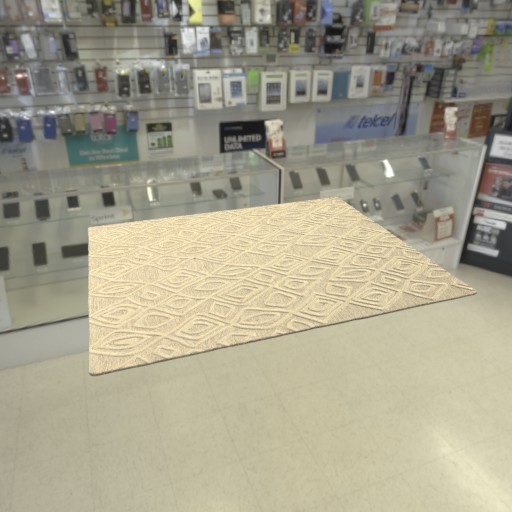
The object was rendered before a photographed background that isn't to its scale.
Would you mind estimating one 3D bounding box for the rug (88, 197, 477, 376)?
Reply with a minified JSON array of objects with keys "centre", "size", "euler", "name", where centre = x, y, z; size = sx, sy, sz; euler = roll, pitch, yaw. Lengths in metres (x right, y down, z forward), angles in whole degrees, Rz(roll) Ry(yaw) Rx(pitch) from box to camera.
[{"centre":[0.000,0.000,4.241],"size":[3.049,0.025,2.449],"euler":[-9,29,-17],"name":"rug"}]
